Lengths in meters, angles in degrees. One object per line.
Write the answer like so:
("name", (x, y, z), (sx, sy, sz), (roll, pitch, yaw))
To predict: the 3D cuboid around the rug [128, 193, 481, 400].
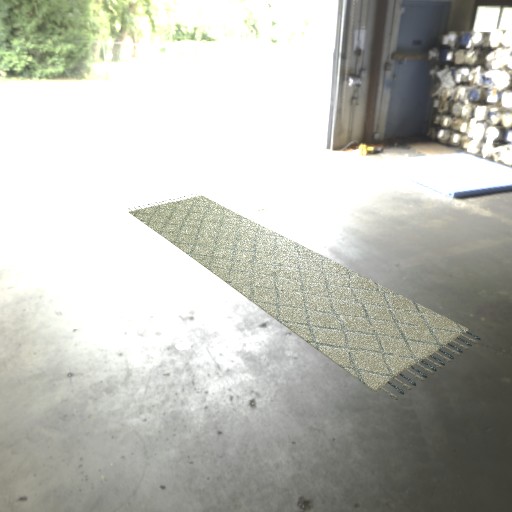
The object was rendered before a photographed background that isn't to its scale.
("rug", (0.000, 0.000, 2.542), (0.620, 0.008, 2.372), (-19, 32, -33))
